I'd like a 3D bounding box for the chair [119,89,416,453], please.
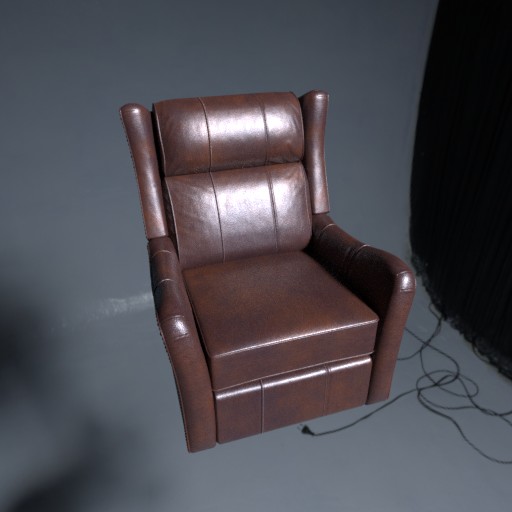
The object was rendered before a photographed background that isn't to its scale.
[{"bbox_3d":[0.000,0.000,1.787,0.869,1.084,1.008,-10,34,-14],"label":"chair"}]
